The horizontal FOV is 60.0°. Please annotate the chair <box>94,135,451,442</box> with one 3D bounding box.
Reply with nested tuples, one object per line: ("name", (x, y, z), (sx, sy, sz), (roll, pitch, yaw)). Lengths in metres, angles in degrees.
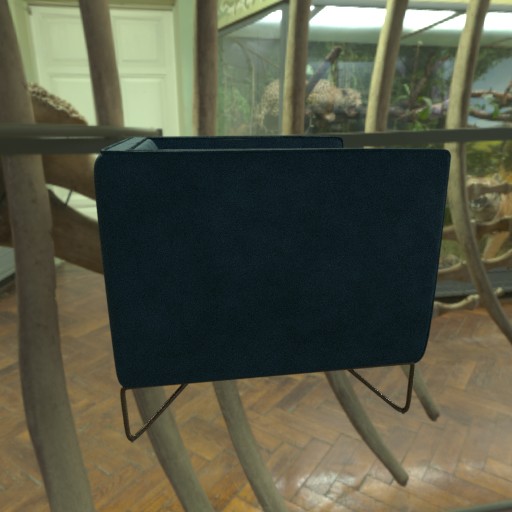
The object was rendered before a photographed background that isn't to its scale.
("chair", (0.000, 0.000, 1.555), (0.894, 0.790, 0.880), (-3, 18, -9))
